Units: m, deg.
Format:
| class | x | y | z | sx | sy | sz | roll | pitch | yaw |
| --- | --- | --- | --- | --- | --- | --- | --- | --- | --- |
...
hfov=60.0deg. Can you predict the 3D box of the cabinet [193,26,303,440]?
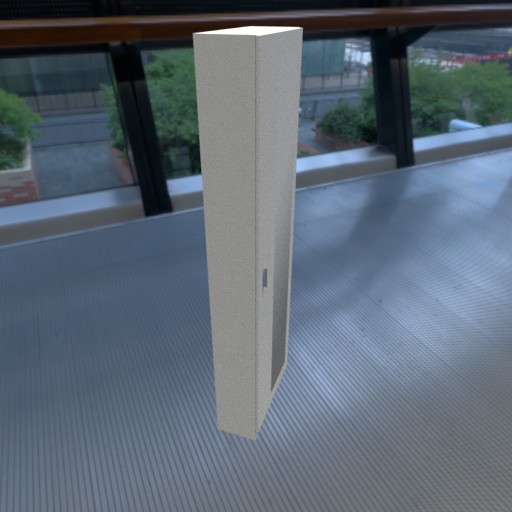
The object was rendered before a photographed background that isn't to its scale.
| class | x | y | z | sx | sy | sz | roll | pitch | yaw |
| --- | --- | --- | --- | --- | --- | --- | --- | --- | --- |
| cabinet | 0.000 | 0.000 | 1.969 | 0.230 | 1.790 | 0.500 | 10 | 31 | 17 |
